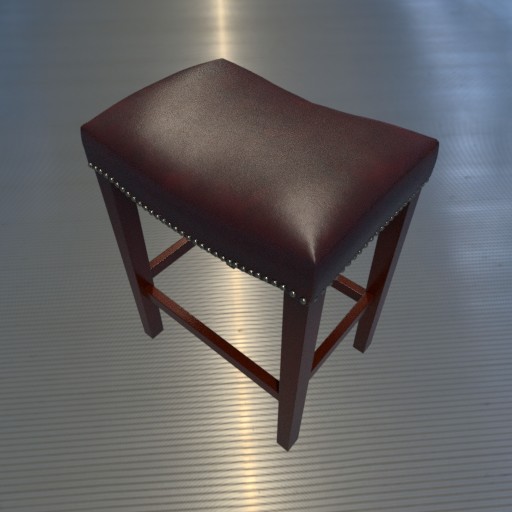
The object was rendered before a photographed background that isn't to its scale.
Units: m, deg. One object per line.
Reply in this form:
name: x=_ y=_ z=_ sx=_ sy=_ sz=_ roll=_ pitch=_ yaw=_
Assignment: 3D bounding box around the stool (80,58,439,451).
stool: x=0.000 y=0.000 z=0.960 sx=0.504 sy=0.657 sz=0.372 roll=32 pitch=55 yaw=26
